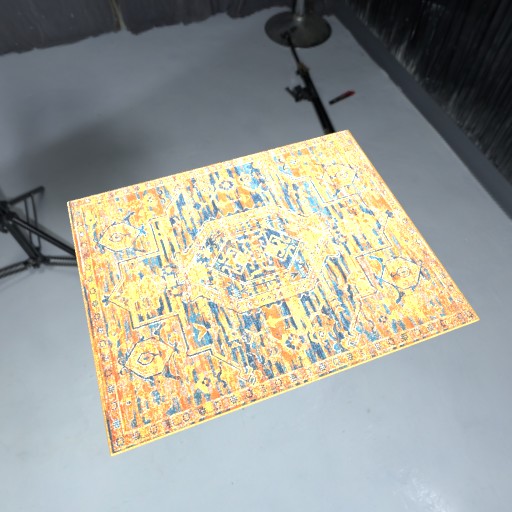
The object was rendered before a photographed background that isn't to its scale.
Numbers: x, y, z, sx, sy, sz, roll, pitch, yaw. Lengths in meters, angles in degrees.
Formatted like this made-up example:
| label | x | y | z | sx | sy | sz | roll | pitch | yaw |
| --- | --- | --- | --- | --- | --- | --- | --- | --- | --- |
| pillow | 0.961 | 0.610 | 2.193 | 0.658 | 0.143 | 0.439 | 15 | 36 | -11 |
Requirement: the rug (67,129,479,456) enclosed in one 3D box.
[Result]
| label | x | y | z | sx | sy | sz | roll | pitch | yaw |
| --- | --- | --- | --- | --- | --- | --- | --- | --- | --- |
| rug | 0.000 | 0.000 | 3.988 | 3.040 | 0.031 | 2.435 | -17 | 59 | -11 |
